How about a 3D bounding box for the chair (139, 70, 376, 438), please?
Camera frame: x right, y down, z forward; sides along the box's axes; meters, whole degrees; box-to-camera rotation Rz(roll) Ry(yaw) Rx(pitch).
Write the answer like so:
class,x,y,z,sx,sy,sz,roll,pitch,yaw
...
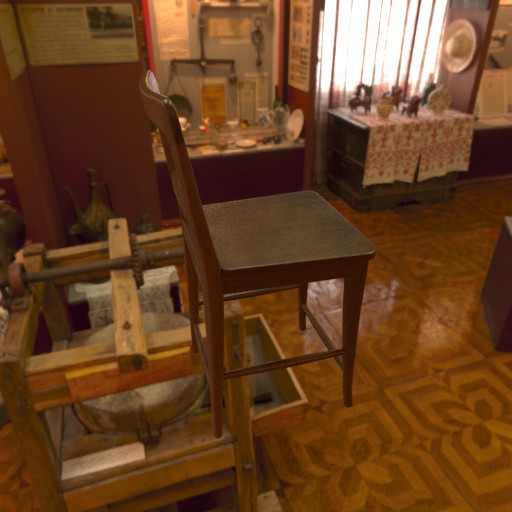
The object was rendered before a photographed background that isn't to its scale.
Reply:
class,x,y,z,sx,sy,sz,roll,pitch,yaw
chair,0.000,0.000,1.309,0.546,0.991,0.450,-8,31,-14
